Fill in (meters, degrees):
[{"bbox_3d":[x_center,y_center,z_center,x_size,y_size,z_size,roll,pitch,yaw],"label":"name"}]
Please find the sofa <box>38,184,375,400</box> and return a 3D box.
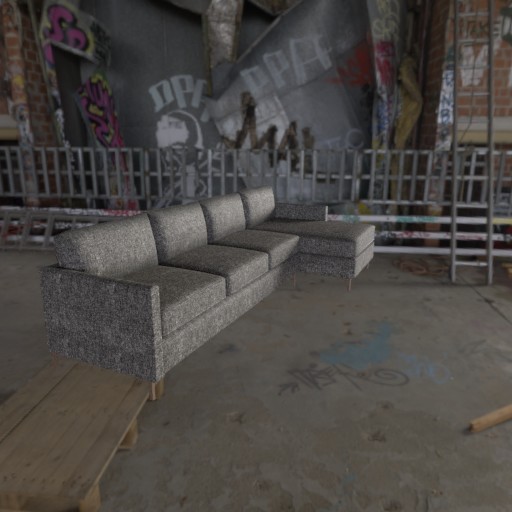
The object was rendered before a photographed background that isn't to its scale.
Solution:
[{"bbox_3d":[0.000,0.000,4.073,1.488,0.970,3.384,7,17,25],"label":"sofa"}]
